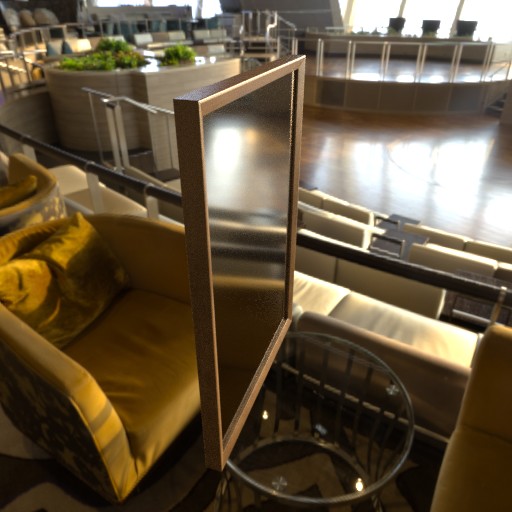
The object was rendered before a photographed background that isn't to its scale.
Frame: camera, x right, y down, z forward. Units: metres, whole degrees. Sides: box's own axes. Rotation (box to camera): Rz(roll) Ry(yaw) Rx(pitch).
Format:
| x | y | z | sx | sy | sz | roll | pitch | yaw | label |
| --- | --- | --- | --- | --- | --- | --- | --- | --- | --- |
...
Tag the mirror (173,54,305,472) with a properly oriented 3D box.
| x | y | z | sx | sy | sz | roll | pitch | yaw | label |
| --- | --- | --- | --- | --- | --- | --- | --- | --- | --- |
| 0.000 | 0.000 | 0.914 | 0.039 | 0.711 | 0.508 | 10 | 32 | 17 | mirror |
